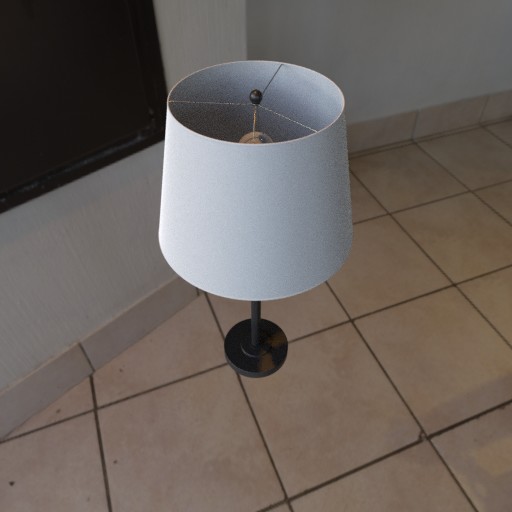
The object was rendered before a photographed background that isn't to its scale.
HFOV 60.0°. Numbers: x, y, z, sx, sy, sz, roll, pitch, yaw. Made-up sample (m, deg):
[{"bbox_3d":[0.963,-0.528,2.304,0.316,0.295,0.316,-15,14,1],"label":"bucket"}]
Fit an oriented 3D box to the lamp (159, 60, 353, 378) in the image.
[{"bbox_3d":[0.000,0.000,0.897,0.363,0.696,0.363,0,46,0],"label":"lamp"}]
